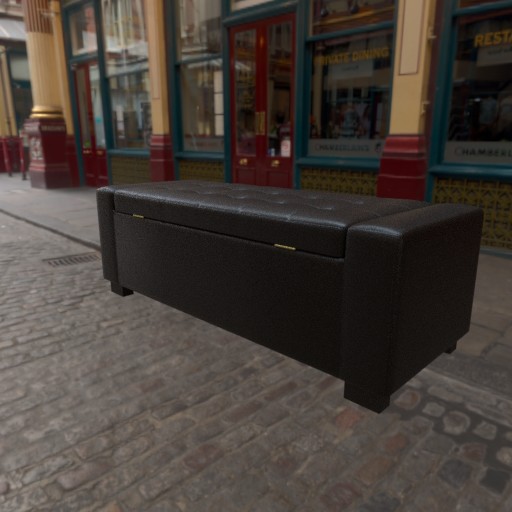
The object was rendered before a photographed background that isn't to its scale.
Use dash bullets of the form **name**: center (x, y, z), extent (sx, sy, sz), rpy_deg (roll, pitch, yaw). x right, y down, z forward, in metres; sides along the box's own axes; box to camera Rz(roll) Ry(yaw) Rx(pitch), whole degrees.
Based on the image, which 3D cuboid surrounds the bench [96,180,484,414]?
- **bench**: center (0.000, 0.000, 1.541), extent (1.296, 0.445, 0.508), rpy_deg (14, 20, 42)
